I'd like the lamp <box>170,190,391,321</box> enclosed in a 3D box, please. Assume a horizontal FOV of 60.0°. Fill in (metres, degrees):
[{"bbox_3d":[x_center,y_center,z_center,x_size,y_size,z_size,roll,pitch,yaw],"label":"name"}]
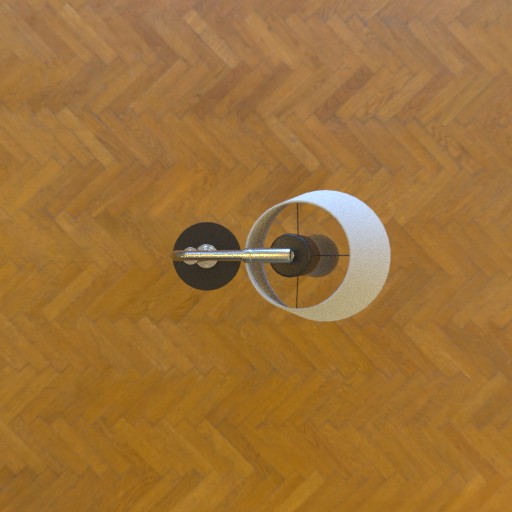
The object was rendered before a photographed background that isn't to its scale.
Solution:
[{"bbox_3d":[0.000,0.000,0.705,0.348,0.539,0.181,0,90,-1],"label":"lamp"}]
